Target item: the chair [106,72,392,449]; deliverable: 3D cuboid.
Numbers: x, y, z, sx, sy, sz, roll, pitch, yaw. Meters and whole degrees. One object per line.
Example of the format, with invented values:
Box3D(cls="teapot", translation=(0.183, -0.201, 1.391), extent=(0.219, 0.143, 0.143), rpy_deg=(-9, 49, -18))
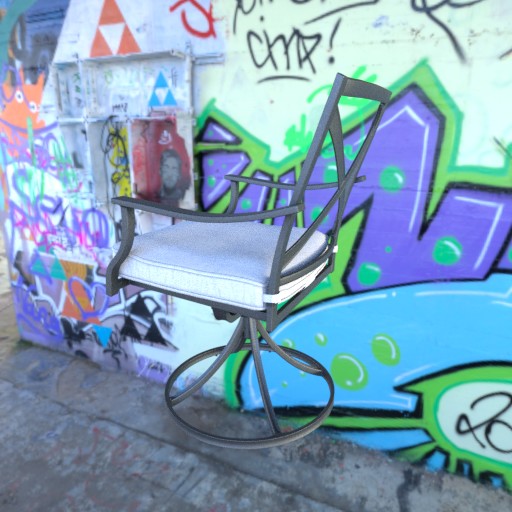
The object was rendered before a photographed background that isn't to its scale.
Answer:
Box3D(cls="chair", translation=(0.000, 0.000, 1.246), extent=(0.620, 0.889, 0.575), rpy_deg=(8, 18, 25))
